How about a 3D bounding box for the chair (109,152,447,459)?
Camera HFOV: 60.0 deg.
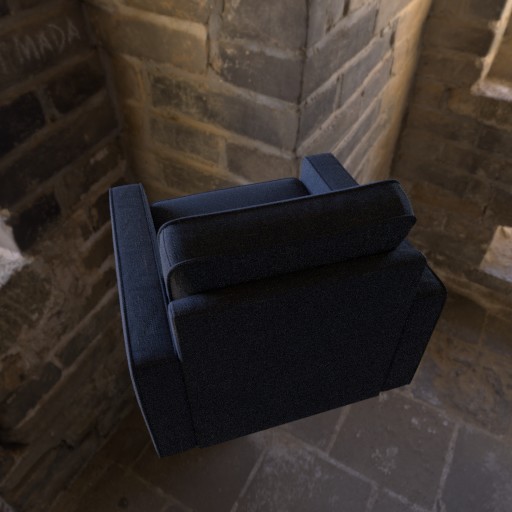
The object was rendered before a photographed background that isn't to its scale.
[{"bbox_3d":[0.000,0.000,1.677,1.017,0.919,0.940,-12,44,-13],"label":"chair"}]
